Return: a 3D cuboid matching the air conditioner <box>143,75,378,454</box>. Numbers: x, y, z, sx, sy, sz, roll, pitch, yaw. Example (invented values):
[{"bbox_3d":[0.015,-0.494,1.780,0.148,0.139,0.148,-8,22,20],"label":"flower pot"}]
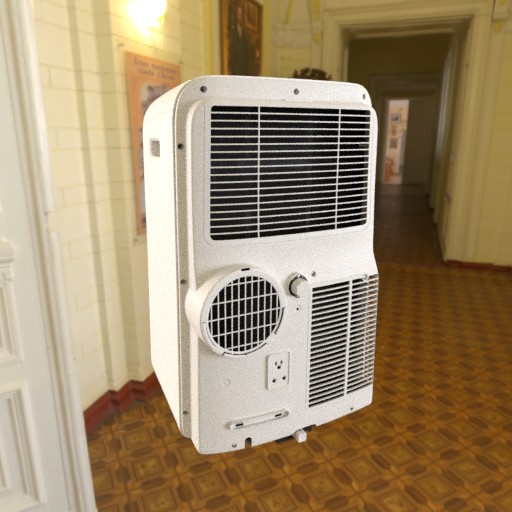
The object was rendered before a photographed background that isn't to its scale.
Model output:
[{"bbox_3d":[0.000,0.000,1.067,0.478,0.765,0.467,-7,17,-25],"label":"air conditioner"}]
